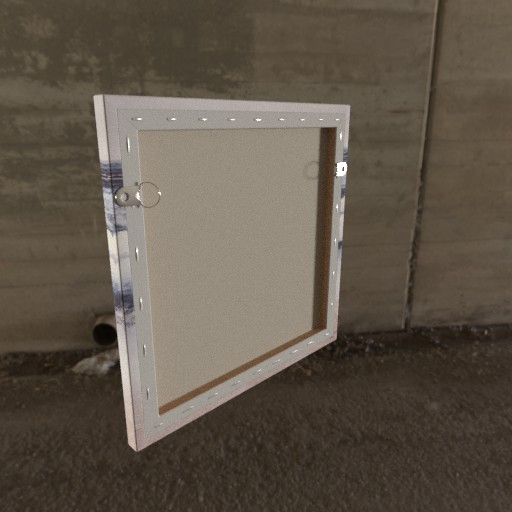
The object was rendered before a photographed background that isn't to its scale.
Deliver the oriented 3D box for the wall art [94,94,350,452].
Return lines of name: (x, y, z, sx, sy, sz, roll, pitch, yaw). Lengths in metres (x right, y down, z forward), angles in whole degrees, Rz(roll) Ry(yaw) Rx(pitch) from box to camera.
wall art: (0.000, 0.000, 1.129, 0.755, 0.747, 0.065, -16, 23, -42)
